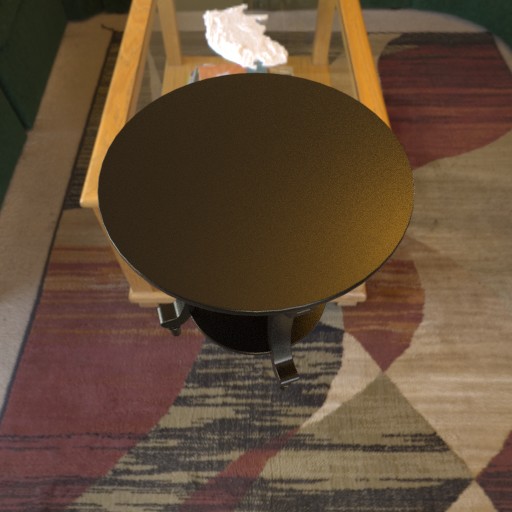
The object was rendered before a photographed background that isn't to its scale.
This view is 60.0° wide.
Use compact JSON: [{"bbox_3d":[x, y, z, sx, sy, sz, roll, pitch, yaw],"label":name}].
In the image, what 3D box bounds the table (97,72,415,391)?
[{"bbox_3d":[0.000,0.000,1.107,0.597,0.618,0.597,0,58,0],"label":"table"}]
